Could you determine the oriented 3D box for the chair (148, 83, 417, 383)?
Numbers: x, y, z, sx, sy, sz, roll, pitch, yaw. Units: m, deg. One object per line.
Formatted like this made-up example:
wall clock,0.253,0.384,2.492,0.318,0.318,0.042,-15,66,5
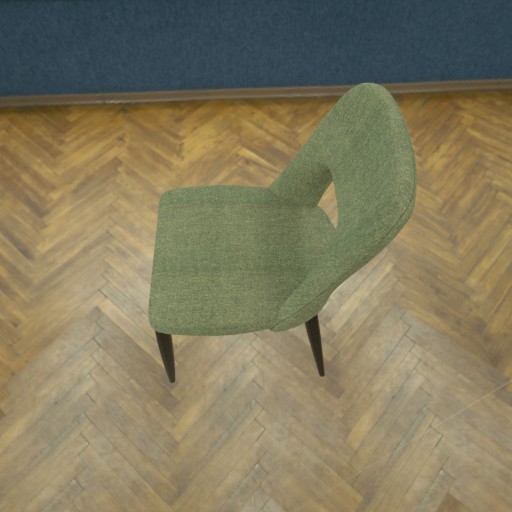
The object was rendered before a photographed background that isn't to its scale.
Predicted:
chair,0.000,0.000,1.261,0.612,0.931,0.470,-2,58,-1
